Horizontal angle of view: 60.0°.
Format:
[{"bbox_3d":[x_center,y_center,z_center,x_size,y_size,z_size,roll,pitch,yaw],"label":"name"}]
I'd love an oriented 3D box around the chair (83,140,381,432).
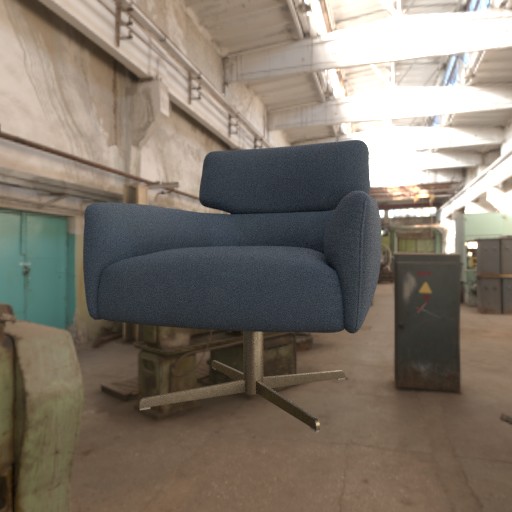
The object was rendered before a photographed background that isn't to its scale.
[{"bbox_3d":[0.000,0.000,1.343,0.738,0.813,0.761,0,0,18],"label":"chair"}]
